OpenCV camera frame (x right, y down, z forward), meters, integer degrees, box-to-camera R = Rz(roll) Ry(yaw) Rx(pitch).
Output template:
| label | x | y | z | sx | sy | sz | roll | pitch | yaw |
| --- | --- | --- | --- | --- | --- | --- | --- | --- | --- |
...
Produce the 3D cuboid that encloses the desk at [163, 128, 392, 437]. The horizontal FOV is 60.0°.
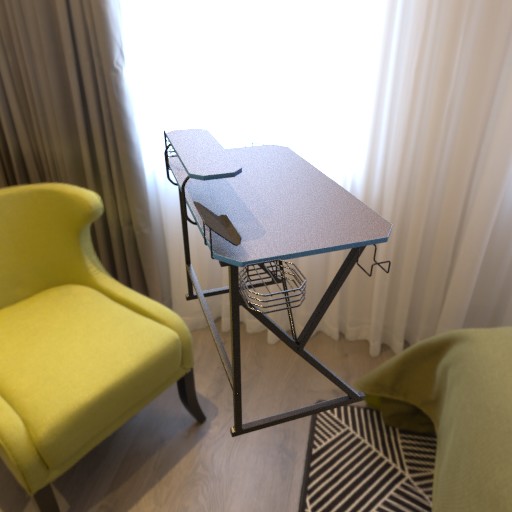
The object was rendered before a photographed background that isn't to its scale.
| label | x | y | z | sx | sy | sz | roll | pitch | yaw |
| --- | --- | --- | --- | --- | --- | --- | --- | --- | --- |
| desk | 0.000 | 0.000 | 1.763 | 0.594 | 0.909 | 1.295 | -10 | 32 | -16 |
